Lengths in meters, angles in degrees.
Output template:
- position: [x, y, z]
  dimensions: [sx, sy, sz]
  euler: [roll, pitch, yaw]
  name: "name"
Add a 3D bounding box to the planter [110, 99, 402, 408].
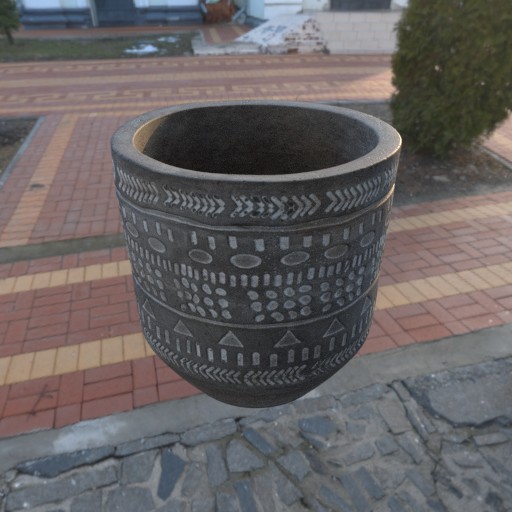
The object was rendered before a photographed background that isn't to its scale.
- position: [0.000, 0.000, 0.222]
  dimensions: [0.122, 0.128, 0.122]
  euler: [0, 31, 0]
  name: "planter"
